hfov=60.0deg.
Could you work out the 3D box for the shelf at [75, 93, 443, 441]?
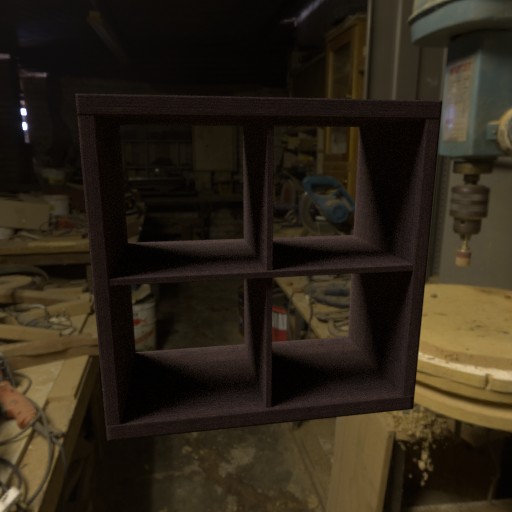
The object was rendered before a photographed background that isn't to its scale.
[{"bbox_3d":[0.000,0.000,1.219,0.790,0.786,0.390,-2,14,-10],"label":"shelf"}]
